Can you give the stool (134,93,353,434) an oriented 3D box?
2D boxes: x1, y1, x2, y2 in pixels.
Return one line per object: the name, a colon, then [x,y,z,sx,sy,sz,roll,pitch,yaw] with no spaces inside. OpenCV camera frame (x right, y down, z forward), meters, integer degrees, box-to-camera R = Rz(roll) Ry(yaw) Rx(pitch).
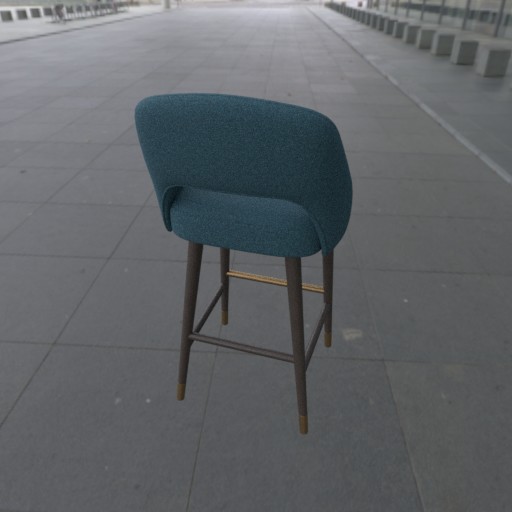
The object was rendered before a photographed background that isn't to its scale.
stool: [0.000,0.000,1.350,0.536,1.032,0.522,10,32,15]
